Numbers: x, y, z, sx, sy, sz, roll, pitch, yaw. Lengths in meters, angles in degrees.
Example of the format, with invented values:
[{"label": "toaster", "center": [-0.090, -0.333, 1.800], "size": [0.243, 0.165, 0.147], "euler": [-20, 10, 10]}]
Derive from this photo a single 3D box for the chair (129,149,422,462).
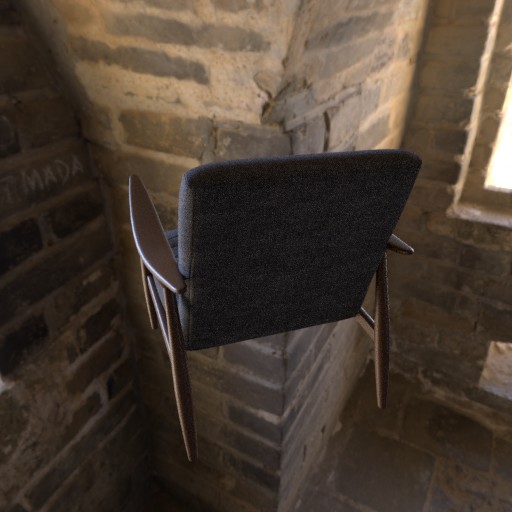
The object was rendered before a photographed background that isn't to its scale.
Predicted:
[{"label": "chair", "center": [0.000, 0.000, 1.437], "size": [0.741, 0.832, 0.798], "euler": [-9, 29, -16]}]
